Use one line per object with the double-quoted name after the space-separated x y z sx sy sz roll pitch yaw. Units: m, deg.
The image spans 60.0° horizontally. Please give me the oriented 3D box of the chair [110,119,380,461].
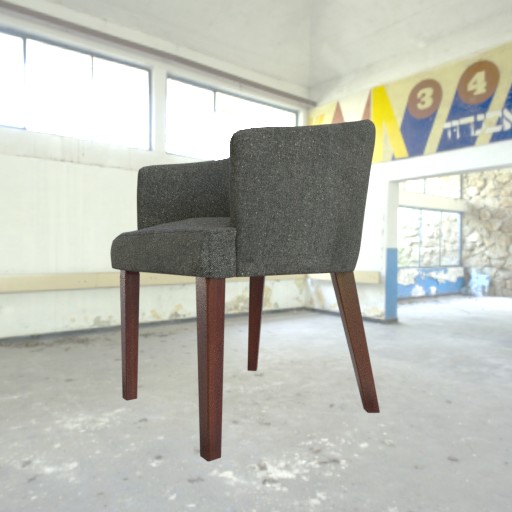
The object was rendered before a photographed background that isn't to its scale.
0.000 0.000 1.245 0.655 0.811 0.583 0 0 -37 "chair"
